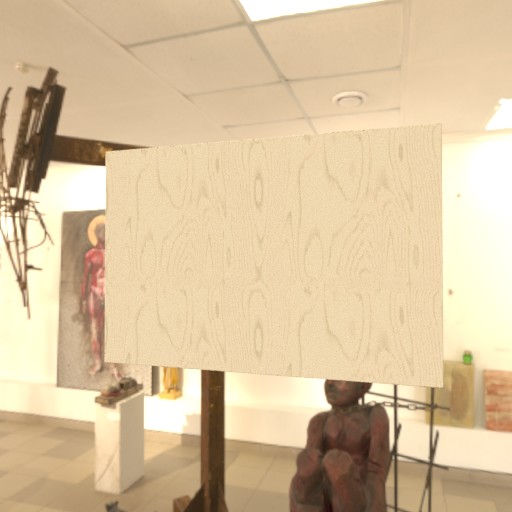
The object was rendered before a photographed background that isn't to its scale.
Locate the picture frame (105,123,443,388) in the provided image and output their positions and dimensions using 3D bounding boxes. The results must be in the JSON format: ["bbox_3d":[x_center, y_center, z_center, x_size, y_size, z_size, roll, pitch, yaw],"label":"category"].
[{"bbox_3d":[0.000,0.000,1.222,0.950,0.640,0.029,0,-1,17],"label":"picture frame"}]
